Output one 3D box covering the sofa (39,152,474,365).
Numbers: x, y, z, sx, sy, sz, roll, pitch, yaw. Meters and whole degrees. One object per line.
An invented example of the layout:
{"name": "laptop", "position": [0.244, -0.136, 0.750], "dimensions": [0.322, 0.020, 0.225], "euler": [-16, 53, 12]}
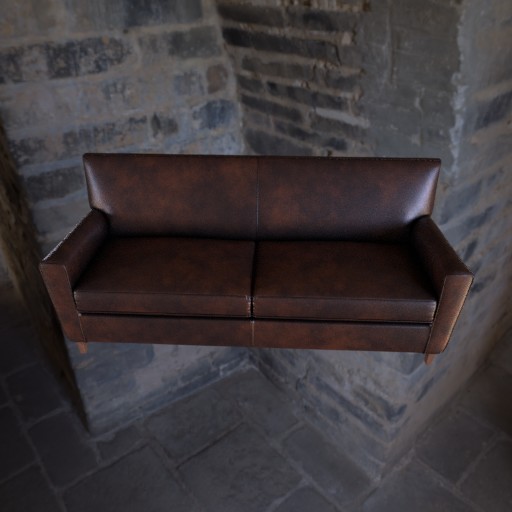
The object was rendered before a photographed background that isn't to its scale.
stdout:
{"name": "sofa", "position": [0.000, 0.000, 2.385], "dimensions": [1.995, 0.871, 0.786], "euler": [1, 31, 2]}
